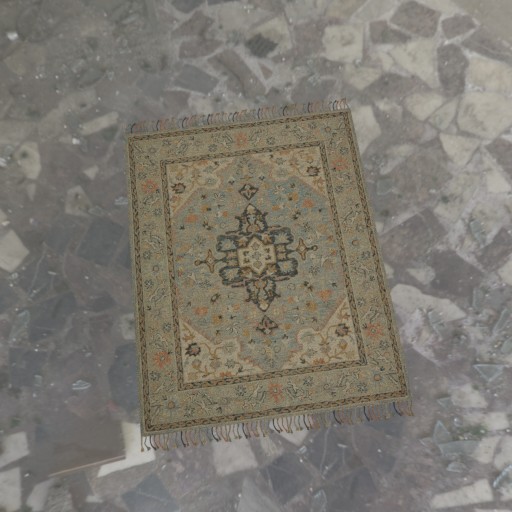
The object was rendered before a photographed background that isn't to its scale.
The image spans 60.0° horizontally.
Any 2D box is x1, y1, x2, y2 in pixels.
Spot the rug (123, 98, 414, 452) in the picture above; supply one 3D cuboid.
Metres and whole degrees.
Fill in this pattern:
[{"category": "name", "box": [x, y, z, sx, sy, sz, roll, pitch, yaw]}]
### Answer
[{"category": "rug", "box": [0.000, 0.000, 3.489, 1.971, 0.010, 2.651, -7, 74, -2]}]
